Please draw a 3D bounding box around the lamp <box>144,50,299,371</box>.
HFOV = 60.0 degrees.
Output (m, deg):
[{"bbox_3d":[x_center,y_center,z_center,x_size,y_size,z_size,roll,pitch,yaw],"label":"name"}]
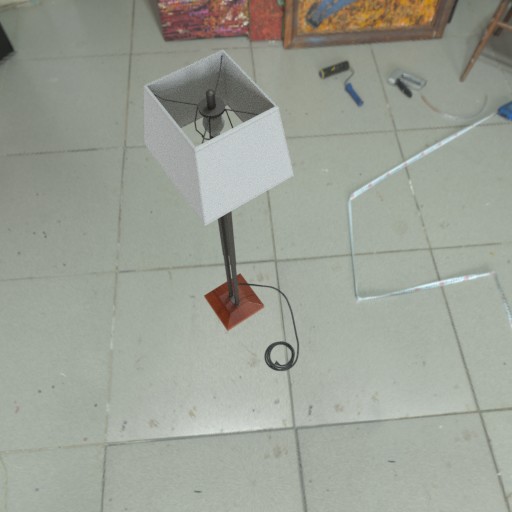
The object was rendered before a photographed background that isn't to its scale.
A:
[{"bbox_3d":[0.000,0.000,2.007,0.472,1.712,0.745,-31,67,-15],"label":"lamp"}]
